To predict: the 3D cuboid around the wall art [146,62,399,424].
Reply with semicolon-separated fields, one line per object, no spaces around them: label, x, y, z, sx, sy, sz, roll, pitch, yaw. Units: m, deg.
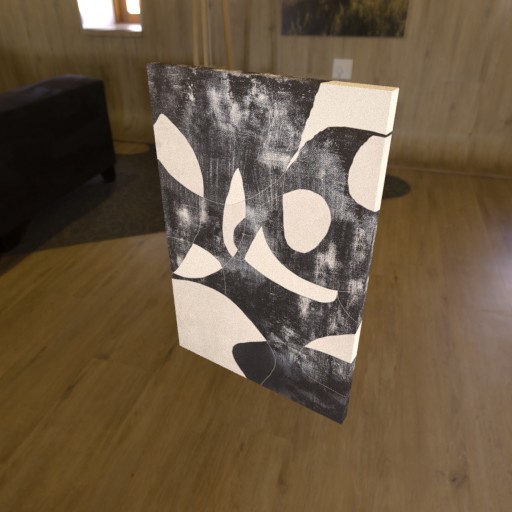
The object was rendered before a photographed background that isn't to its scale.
wall art;0.000;0.000;1.189;0.610;0.915;0.041;18;36;27
